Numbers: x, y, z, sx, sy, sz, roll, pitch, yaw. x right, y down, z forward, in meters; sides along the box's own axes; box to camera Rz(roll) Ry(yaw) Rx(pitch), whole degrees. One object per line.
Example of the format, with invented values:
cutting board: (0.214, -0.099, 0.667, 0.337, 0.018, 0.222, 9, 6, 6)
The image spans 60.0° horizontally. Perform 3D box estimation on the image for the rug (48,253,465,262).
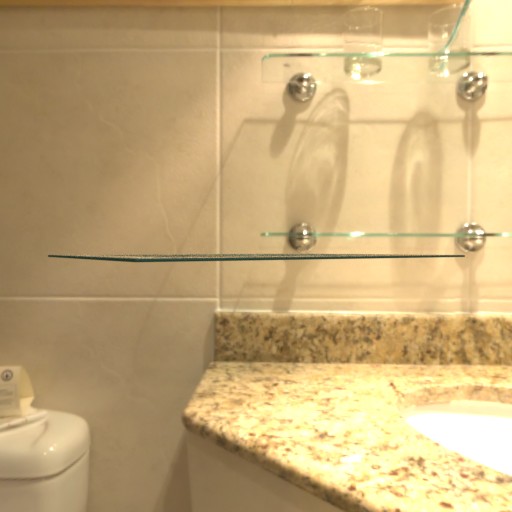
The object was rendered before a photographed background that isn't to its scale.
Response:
rug: (0.000, 0.000, 2.897, 2.213, 0.013, 1.594, -1, 1, -35)
